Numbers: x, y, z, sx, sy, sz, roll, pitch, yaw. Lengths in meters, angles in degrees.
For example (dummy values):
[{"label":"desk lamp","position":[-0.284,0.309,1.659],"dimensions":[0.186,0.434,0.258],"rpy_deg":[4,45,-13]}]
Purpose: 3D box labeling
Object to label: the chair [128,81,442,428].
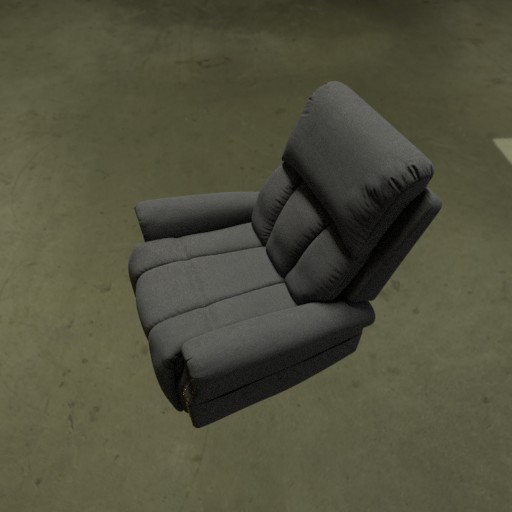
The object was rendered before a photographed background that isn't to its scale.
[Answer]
[{"label":"chair","position":[0.000,0.000,1.726],"dimensions":[0.979,1.031,0.871],"rpy_deg":[-17,50,-15]}]
